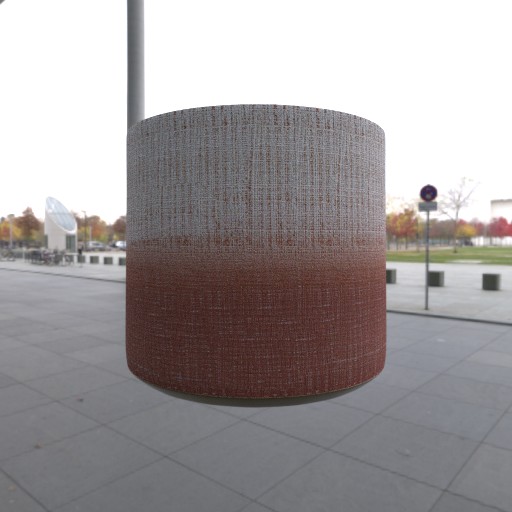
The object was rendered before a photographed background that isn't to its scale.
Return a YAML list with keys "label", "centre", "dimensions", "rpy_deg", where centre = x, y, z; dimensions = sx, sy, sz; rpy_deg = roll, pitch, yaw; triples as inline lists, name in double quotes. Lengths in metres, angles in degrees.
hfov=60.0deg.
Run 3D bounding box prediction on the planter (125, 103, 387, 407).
- label: "planter"
  centre: [0.000, 0.000, 0.389]
  dimensions: [0.221, 0.201, 0.221]
  rpy_deg: [0, 2, 0]
